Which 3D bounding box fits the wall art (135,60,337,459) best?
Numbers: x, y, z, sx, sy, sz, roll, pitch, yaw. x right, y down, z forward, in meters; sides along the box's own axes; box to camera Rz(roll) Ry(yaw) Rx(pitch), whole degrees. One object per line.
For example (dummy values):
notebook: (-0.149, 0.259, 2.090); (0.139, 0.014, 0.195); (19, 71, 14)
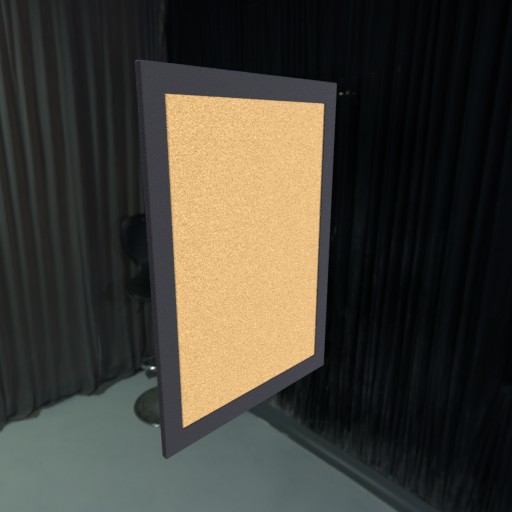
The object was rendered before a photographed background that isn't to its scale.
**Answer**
wall art: (0.000, 0.000, 0.693); (0.012, 0.529, 0.374); (15, 22, 43)
